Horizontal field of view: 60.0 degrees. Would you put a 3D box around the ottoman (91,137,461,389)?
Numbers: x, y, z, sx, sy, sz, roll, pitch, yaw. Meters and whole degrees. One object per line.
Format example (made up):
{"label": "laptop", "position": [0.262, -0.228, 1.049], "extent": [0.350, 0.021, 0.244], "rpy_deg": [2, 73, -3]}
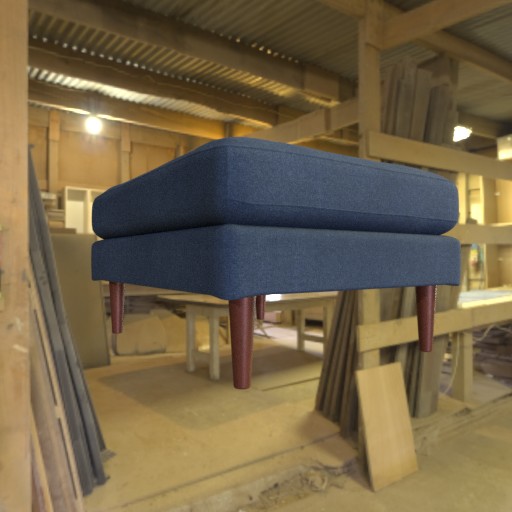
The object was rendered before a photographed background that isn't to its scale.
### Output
{"label": "ottoman", "position": [0.000, 0.000, 1.235], "extent": [0.693, 0.474, 0.821], "rpy_deg": [0, 0, -35]}
